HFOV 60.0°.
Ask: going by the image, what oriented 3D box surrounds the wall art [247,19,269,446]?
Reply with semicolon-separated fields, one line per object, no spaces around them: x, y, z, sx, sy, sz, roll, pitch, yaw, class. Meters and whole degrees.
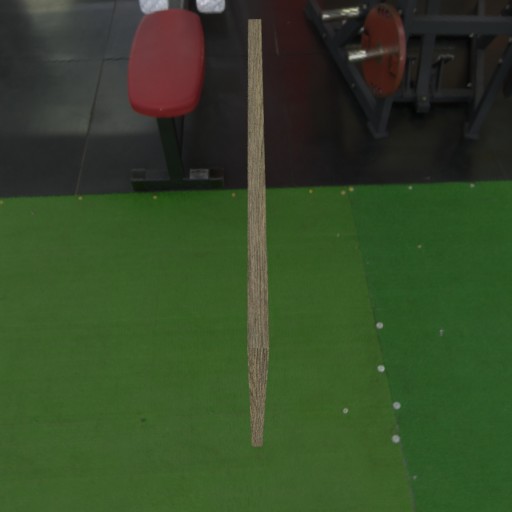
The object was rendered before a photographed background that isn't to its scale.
0.000;0.000;0.735;0.019;0.508;0.508;0;58;0;wall art
